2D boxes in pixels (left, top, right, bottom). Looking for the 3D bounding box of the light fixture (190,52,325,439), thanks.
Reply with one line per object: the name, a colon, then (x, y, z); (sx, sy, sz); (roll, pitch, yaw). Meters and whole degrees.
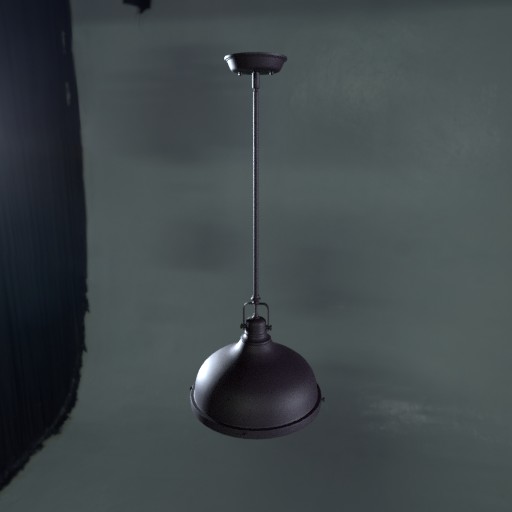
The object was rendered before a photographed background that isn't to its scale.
light fixture: (0.000, 0.000, 1.026); (0.341, 0.849, 0.341); (2, 14, 8)
